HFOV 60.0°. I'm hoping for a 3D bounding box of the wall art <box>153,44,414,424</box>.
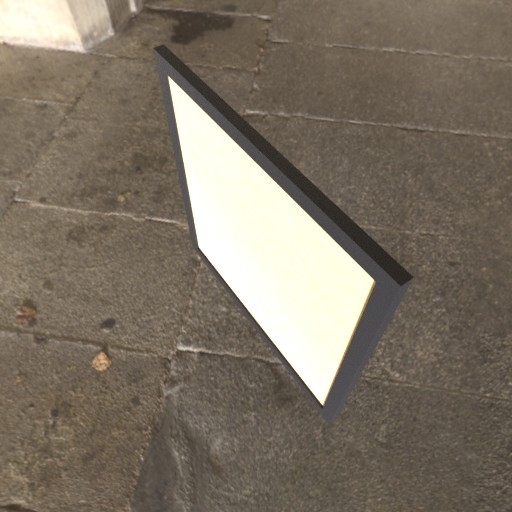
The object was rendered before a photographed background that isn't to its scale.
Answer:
[{"bbox_3d":[0.000,0.000,0.529,0.013,0.356,0.356,-30,60,-19],"label":"wall art"}]
